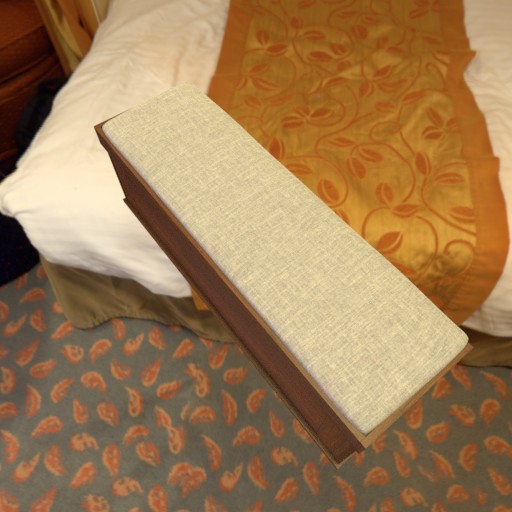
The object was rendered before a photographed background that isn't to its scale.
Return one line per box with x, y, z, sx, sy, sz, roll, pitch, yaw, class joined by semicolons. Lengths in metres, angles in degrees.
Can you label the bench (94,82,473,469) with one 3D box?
0.000;0.000;1.380;0.367;0.468;1.196;-34;64;-19;bench
